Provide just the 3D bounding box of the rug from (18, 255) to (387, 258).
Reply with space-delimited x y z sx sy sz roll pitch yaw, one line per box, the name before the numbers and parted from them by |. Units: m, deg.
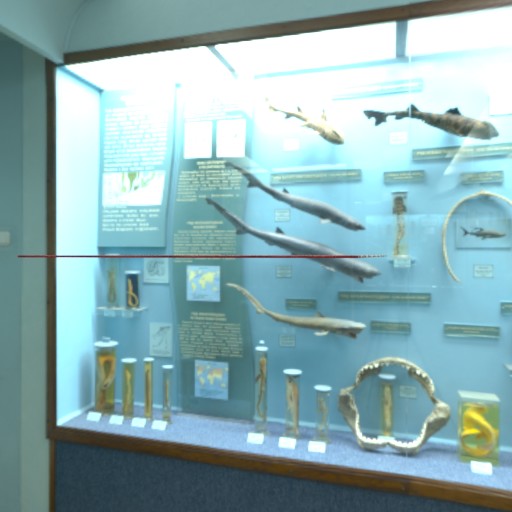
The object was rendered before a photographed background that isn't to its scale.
rug | 0.000 0.000 2.277 1.223 0.008 1.817 0 0 19
